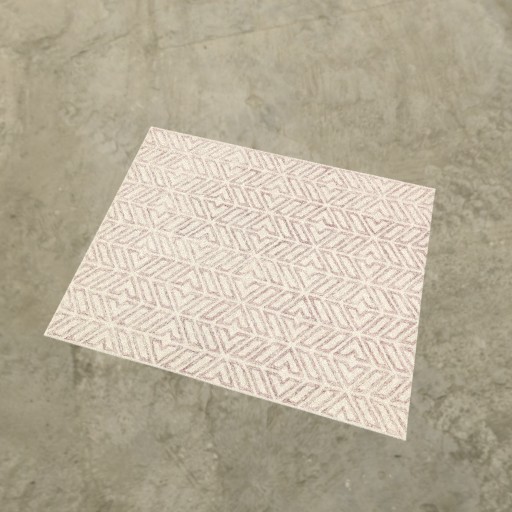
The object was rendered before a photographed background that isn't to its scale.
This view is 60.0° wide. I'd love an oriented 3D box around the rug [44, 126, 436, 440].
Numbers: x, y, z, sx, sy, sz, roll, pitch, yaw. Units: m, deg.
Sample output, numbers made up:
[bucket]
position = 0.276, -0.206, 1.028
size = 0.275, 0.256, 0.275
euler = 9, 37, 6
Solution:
[rug]
position = 0.000, 0.000, 4.085
size = 3.045, 0.008, 2.421
euler = 14, 64, 7
